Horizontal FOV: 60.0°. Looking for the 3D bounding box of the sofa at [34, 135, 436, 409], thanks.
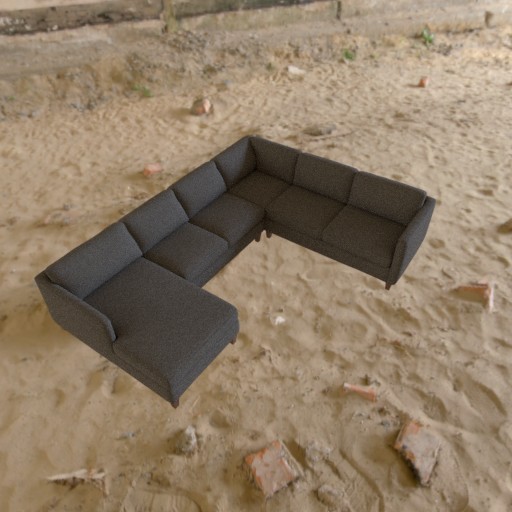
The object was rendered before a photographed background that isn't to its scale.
[{"bbox_3d":[0.000,0.000,4.480,2.551,0.853,3.238,25,48,25],"label":"sofa"}]
